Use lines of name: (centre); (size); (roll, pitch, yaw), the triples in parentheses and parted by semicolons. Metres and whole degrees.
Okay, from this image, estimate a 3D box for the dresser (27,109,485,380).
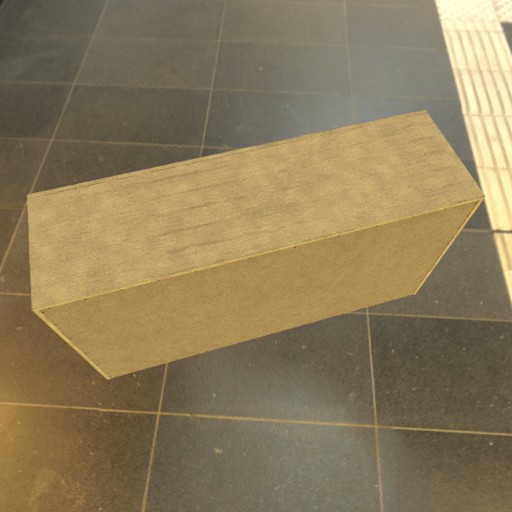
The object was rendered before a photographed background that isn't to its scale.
dresser: (0.000, 0.000, 2.022); (1.628, 0.889, 0.483); (-14, 61, -8)
